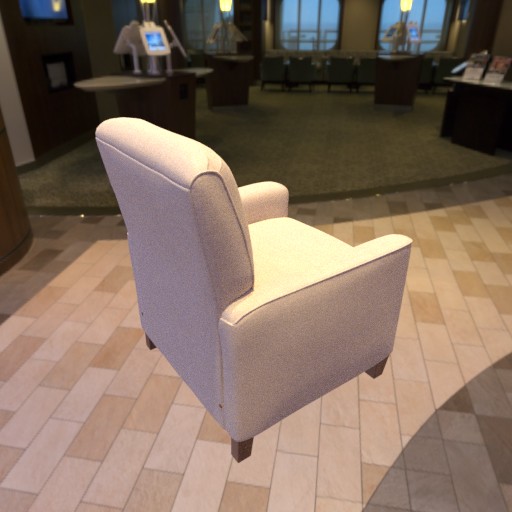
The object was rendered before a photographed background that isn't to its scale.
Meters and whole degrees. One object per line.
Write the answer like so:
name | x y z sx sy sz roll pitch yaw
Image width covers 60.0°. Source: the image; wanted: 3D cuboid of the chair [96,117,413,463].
chair | 0.000 0.000 1.669 0.858 1.023 0.841 -19 33 -31
